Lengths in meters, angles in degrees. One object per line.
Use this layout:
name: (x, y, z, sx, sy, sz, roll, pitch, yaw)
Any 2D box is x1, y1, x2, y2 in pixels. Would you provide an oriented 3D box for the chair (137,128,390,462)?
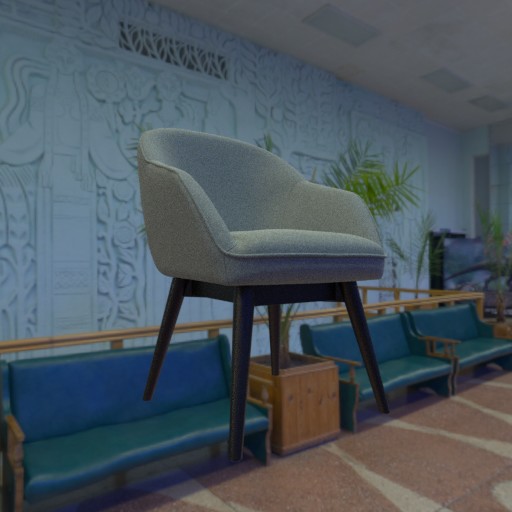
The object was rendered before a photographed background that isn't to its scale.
chair: (0.000, 0.000, 1.220, 0.589, 0.810, 0.611, 0, -1, -36)
